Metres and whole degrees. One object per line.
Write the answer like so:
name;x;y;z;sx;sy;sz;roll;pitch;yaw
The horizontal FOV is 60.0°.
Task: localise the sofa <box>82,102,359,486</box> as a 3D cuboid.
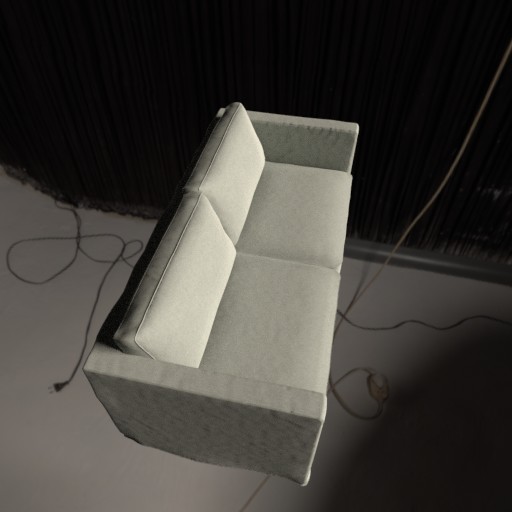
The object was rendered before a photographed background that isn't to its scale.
sofa;0.000;0.000;2.451;0.940;0.870;1.987;9;48;8
